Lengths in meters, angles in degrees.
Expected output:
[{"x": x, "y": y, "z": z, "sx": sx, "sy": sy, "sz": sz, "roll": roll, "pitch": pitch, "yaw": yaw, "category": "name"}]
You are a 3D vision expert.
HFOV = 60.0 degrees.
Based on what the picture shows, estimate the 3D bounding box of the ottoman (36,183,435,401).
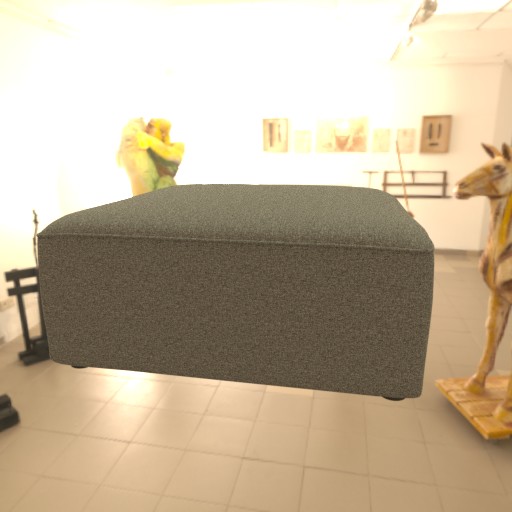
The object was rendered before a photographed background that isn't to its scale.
[{"x": 0.000, "y": 0.000, "z": 1.574, "sx": 1.015, "sy": 0.464, "sz": 1.005, "roll": 3, "pitch": 15, "yaw": 10, "category": "ottoman"}]
